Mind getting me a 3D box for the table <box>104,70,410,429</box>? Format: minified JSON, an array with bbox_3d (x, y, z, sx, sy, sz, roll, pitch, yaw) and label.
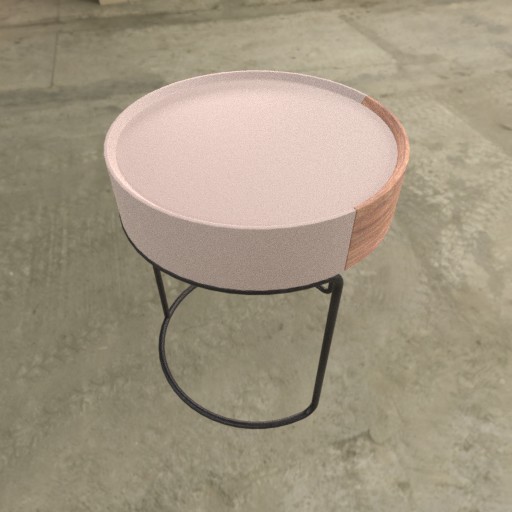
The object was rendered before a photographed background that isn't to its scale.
[{"bbox_3d":[0.000,0.000,0.853,0.450,0.530,0.450,0,45,0],"label":"table"}]
